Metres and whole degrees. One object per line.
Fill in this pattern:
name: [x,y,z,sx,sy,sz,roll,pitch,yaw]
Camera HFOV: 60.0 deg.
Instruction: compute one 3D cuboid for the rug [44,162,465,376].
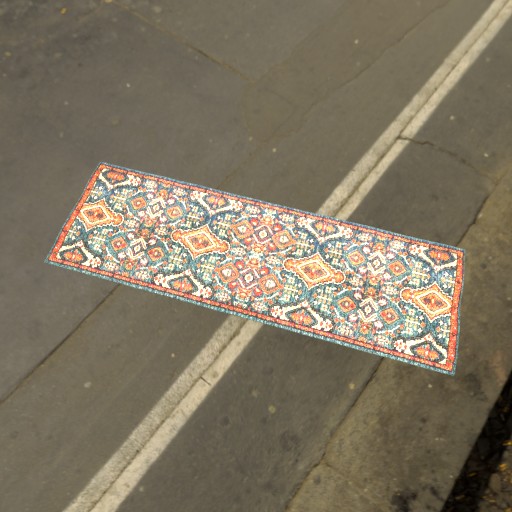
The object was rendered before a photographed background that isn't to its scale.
rug: [0.000,0.000,2.703,2.459,0.010,0.801,14,64,7]
